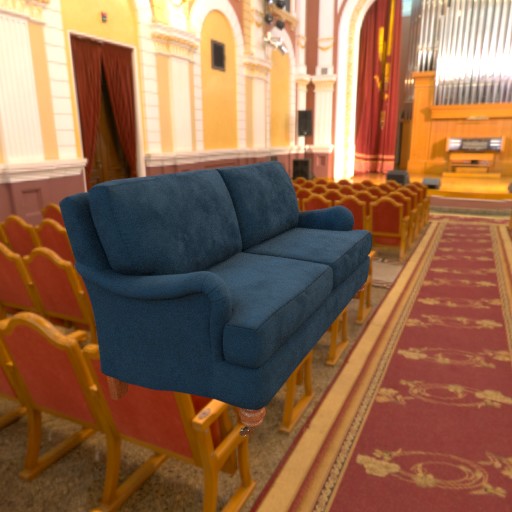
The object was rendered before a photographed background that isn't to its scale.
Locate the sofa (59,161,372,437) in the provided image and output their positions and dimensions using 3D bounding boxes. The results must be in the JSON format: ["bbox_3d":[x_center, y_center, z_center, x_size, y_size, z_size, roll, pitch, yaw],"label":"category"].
[{"bbox_3d":[0.000,0.000,2.852,1.084,1.101,2.141,7,17,25],"label":"sofa"}]
